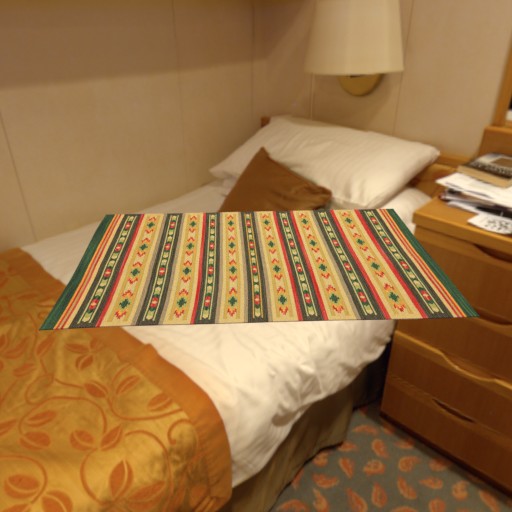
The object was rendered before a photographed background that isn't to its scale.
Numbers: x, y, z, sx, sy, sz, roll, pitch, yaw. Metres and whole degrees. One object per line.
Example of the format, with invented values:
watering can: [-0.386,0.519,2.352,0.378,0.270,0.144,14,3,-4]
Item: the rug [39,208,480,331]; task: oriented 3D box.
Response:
rug: [0.000,0.000,3.102,2.447,0.011,1.520,-1,30,-2]
